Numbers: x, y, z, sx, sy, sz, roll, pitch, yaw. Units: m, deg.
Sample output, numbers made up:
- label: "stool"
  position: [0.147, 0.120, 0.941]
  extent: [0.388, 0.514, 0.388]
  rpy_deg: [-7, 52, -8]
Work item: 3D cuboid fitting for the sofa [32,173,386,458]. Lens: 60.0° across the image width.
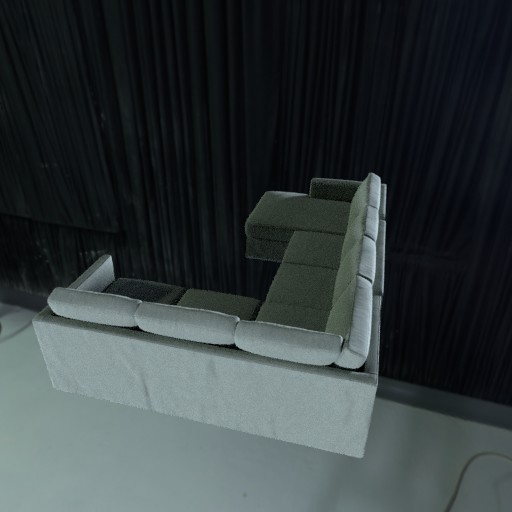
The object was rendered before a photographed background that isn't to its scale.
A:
- label: "sofa"
  position: [0.000, 0.000, 4.447]
  extent: [2.440, 0.869, 3.434]
  rpy_deg: [8, 31, 13]
